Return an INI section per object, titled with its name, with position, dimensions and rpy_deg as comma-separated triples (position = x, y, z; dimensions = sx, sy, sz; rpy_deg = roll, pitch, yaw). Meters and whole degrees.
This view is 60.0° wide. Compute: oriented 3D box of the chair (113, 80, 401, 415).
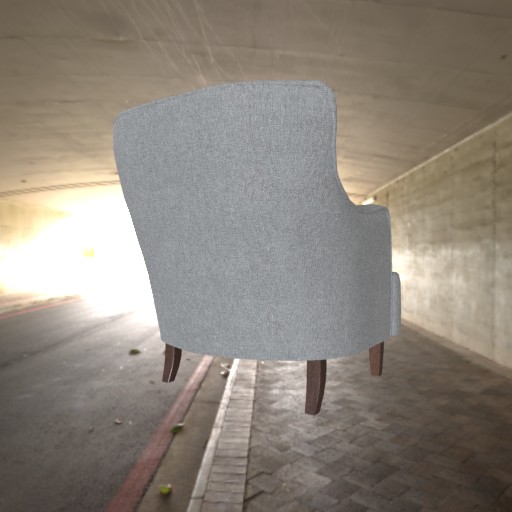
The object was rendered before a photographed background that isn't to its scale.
[chair]
position = 0.000, 0.000, 1.561
dimensions = 0.820, 0.920, 0.910
rpy_deg = 0, 0, 34
